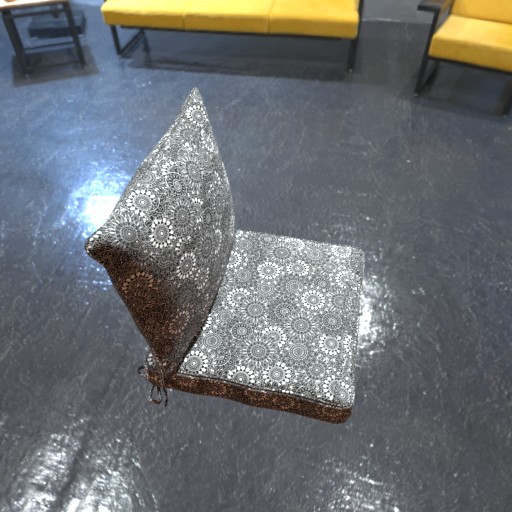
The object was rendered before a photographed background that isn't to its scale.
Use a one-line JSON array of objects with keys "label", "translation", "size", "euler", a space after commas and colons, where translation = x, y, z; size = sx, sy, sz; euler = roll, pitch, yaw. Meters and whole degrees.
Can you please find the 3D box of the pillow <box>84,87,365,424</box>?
[{"label": "pillow", "translation": [0.000, 0.000, 1.407], "size": [0.740, 0.722, 0.798], "euler": [9, 46, 9]}]
